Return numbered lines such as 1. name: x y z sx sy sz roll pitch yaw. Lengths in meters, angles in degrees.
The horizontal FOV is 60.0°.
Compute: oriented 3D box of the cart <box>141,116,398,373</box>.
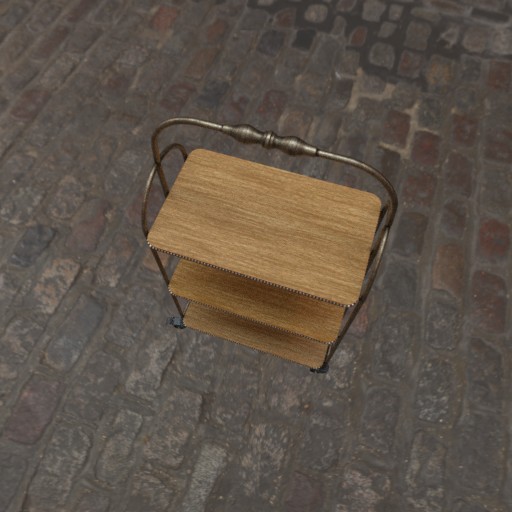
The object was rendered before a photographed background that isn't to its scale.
1. cart: 0.000 0.000 1.315 0.650 1.052 0.330 16 64 8
